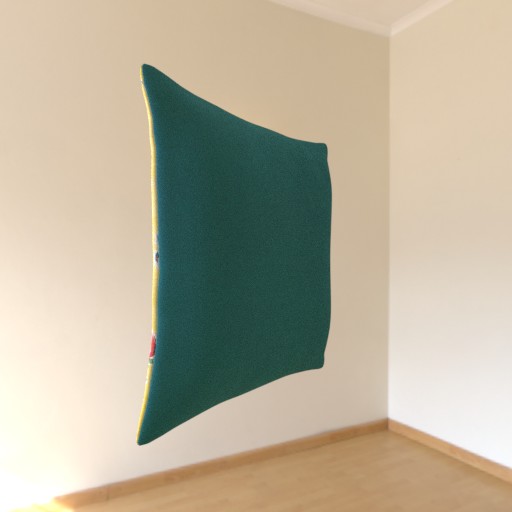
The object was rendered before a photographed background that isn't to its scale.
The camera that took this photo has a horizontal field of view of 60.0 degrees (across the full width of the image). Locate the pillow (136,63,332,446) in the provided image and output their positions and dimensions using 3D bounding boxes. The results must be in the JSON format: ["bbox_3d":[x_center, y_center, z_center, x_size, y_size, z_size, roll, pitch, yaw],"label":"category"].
[{"bbox_3d":[0.000,0.000,0.797,0.166,0.508,0.525,0,0,36],"label":"pillow"}]
